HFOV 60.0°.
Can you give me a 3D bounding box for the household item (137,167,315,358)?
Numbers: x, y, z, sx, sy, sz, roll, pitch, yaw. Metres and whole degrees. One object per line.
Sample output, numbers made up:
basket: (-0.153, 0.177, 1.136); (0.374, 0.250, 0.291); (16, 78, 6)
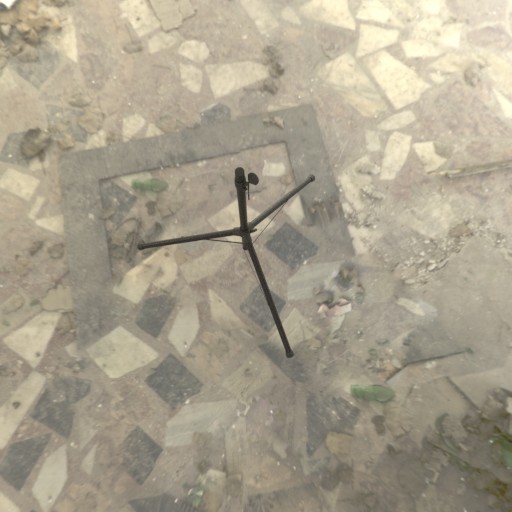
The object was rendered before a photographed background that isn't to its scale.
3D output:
household item: (0.000, 0.000, 2.819); (1.596, 1.595, 1.339); (-21, 77, -5)
